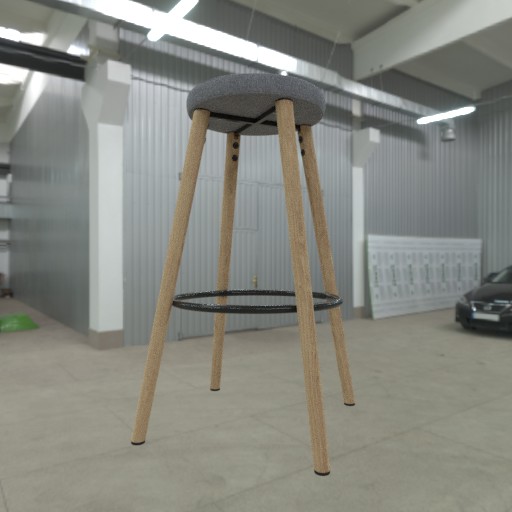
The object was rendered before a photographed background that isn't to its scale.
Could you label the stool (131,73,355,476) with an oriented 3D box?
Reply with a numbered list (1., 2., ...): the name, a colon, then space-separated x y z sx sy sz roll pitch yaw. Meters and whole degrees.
1. stool: 0.000 0.000 1.032 0.410 0.770 0.410 0 0 19
